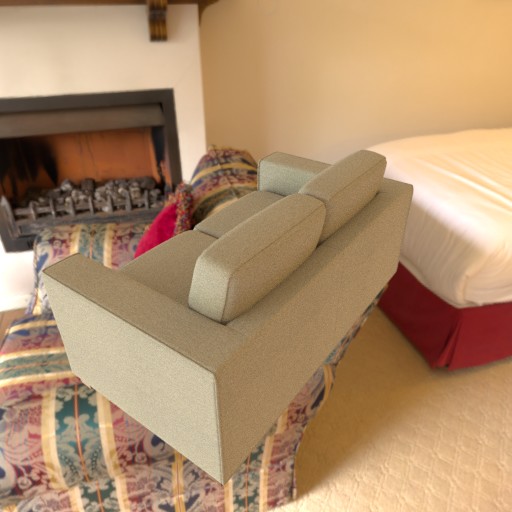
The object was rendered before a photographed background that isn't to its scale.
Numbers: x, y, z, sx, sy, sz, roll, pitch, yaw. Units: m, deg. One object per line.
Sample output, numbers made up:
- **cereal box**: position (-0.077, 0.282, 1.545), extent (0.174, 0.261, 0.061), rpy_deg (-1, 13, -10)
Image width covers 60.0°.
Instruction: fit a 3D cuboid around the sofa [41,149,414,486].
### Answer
- **sofa**: position (0.000, 0.000, 2.367), extent (1.007, 0.924, 1.812), rpy_deg (22, 39, 30)
